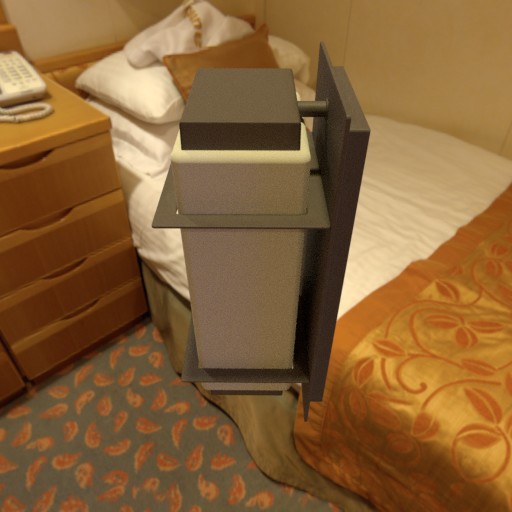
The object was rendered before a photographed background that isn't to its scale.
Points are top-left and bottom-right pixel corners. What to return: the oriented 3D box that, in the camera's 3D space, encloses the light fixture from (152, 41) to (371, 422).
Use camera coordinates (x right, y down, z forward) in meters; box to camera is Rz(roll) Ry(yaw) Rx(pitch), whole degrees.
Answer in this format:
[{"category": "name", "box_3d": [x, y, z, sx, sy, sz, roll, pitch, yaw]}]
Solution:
[{"category": "light fixture", "box_3d": [0.000, 0.000, 0.428, 0.146, 0.347, 0.153, 0, 41, 0]}]
